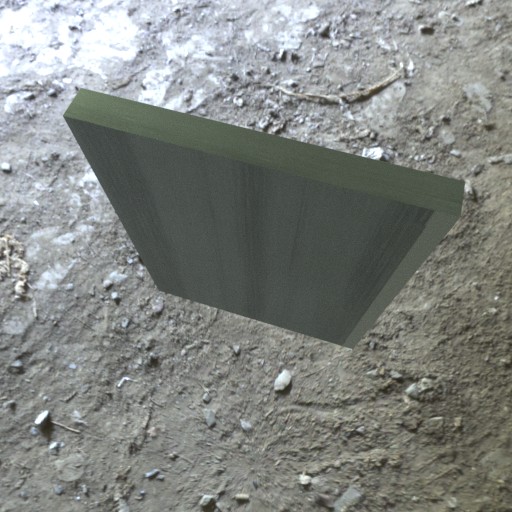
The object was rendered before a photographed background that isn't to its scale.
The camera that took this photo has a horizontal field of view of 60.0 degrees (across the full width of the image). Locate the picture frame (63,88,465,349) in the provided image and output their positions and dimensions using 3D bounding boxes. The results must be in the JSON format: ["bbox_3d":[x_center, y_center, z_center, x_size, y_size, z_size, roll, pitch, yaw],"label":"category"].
[{"bbox_3d":[0.000,0.000,0.738,0.449,0.555,0.046,16,65,7],"label":"picture frame"}]
